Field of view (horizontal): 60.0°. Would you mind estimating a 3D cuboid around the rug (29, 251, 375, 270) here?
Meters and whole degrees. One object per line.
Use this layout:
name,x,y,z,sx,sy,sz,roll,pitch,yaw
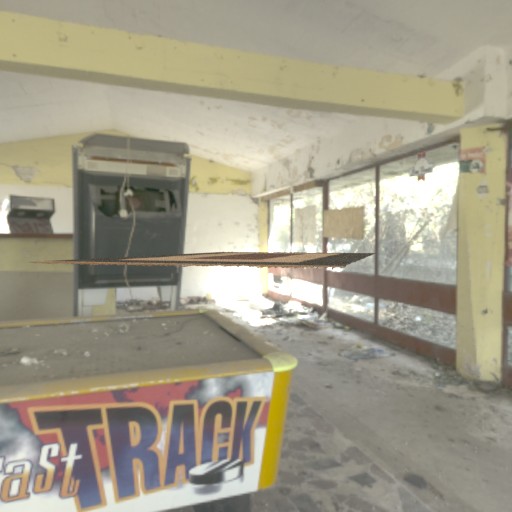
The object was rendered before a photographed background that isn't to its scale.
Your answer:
rug,0.000,0.000,1.878,0.920,0.013,1.541,1,2,18
